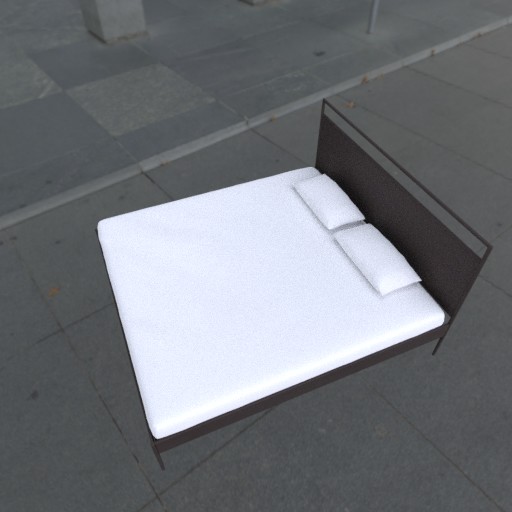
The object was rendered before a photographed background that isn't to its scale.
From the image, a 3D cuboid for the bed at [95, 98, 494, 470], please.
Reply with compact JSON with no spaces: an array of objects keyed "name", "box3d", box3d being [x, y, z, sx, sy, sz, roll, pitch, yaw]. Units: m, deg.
[{"name":"bed","box3d":[0.000,0.000,3.326,2.151,1.173,1.993,-17,48,-16]}]
